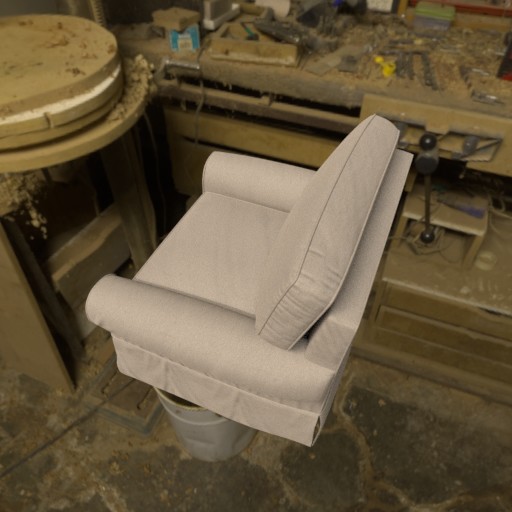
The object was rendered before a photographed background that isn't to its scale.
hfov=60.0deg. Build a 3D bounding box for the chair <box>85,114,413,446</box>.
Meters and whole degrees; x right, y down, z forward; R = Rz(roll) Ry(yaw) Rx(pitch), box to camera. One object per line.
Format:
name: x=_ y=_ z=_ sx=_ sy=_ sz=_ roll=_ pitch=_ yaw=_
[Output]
chair: x=0.000 y=0.000 z=1.871 sx=0.988 sy=1.017 sz=1.135 roll=17 pitch=48 yaw=16
